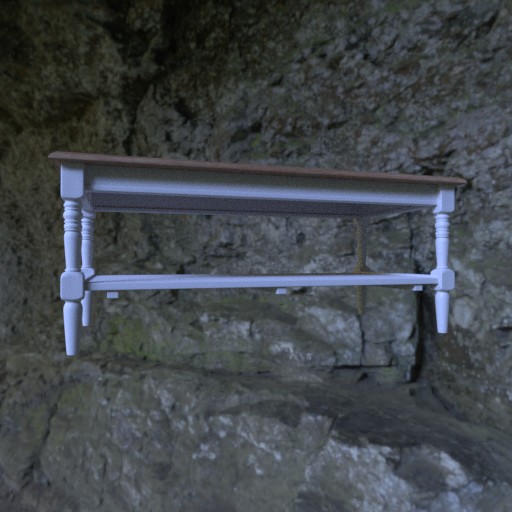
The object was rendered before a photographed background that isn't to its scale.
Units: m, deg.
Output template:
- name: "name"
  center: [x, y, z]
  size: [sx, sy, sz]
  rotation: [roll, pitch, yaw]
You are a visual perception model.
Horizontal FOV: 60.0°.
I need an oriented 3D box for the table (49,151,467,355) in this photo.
- name: "table"
  center: [0.000, 0.000, 1.396]
  size: [1.118, 0.458, 0.559]
  rotation: [0, 0, -17]
